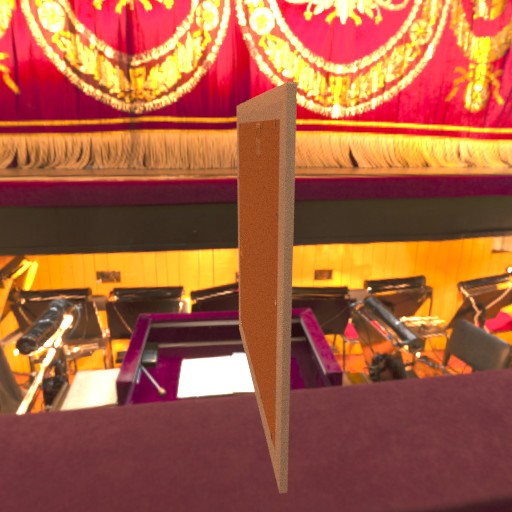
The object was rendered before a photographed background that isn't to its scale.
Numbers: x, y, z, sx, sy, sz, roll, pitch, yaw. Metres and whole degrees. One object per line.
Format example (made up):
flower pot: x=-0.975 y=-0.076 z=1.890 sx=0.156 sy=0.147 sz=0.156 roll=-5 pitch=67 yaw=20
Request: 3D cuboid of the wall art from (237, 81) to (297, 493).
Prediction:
wall art: x=0.000 y=0.000 z=0.869 sx=0.013 sy=0.584 sz=0.584 roll=-2 pitch=16 yaw=-8
